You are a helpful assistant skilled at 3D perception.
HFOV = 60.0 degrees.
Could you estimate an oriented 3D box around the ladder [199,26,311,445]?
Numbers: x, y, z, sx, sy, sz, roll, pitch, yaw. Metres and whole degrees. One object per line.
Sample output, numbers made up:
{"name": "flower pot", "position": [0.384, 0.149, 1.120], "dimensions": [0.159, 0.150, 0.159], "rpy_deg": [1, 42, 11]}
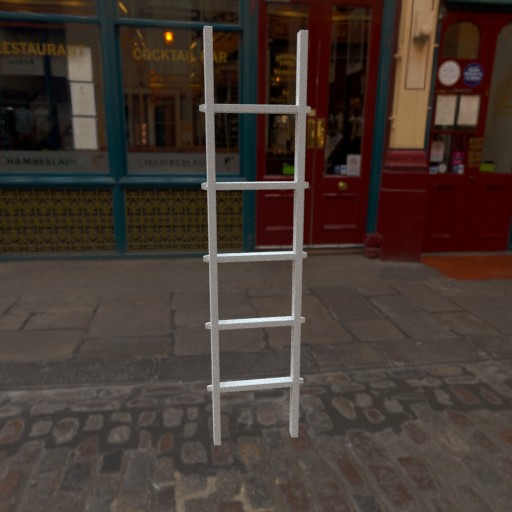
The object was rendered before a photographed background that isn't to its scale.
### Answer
{"name": "ladder", "position": [0.000, 0.000, 1.922], "dimensions": [0.452, 1.797, 0.051], "rpy_deg": [-2, 13, -9]}
